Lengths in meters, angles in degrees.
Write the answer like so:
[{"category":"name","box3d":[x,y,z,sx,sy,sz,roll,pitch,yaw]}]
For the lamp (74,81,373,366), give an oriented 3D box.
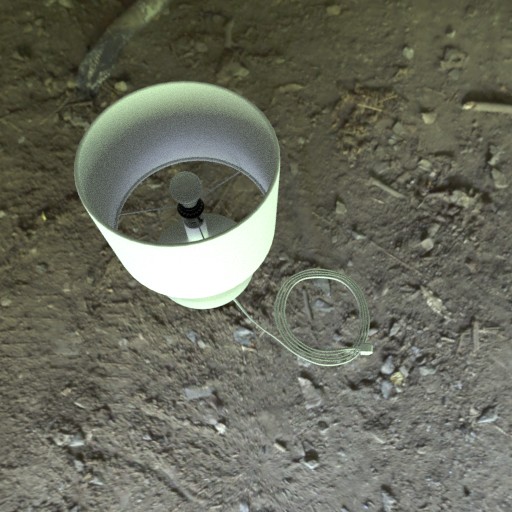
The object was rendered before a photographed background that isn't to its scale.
[{"category":"lamp","box3d":[0.000,0.000,0.841,0.401,0.457,0.546,-39,71,-16]}]
